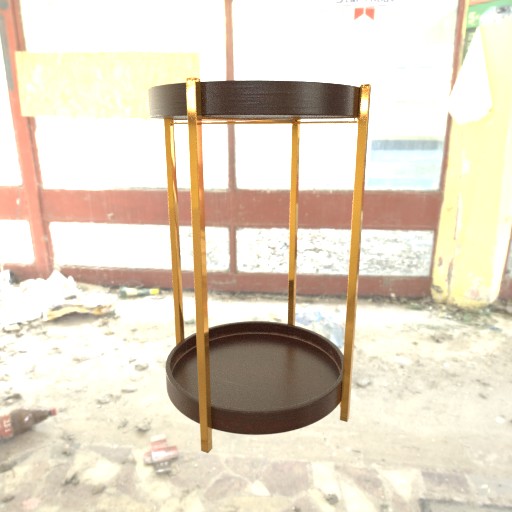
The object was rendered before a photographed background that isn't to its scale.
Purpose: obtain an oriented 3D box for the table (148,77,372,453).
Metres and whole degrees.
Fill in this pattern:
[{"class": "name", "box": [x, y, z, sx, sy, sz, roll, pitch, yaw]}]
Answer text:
[{"class": "table", "box": [0.000, 0.000, 0.861, 0.400, 0.610, 0.400, 8, 18, 26]}]
